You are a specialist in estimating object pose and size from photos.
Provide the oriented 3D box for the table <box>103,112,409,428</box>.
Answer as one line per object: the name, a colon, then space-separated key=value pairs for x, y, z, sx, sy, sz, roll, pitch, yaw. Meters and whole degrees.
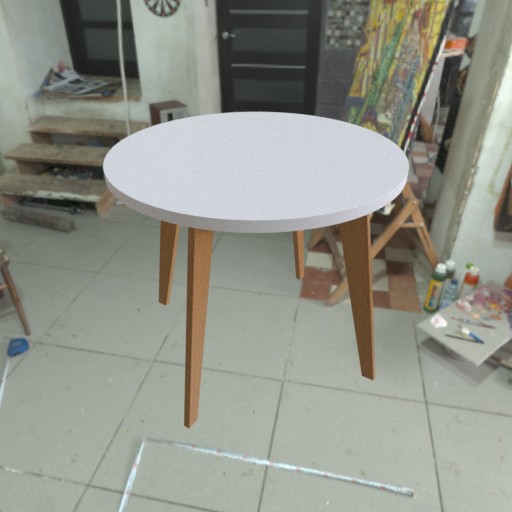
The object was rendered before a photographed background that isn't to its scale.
table: x=0.000 y=0.000 z=1.557 sx=0.896 sy=0.762 sz=0.896 roll=0 pitch=33 yaw=0
